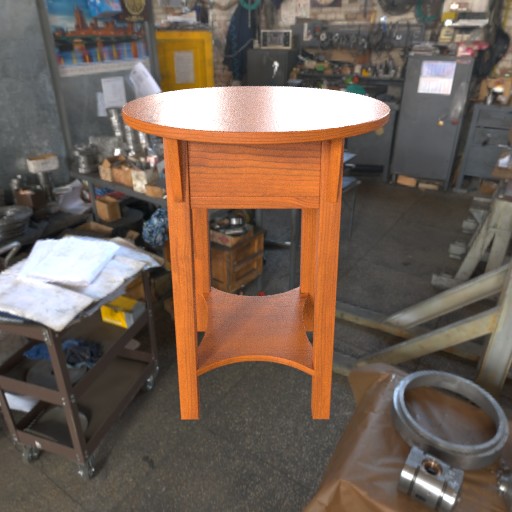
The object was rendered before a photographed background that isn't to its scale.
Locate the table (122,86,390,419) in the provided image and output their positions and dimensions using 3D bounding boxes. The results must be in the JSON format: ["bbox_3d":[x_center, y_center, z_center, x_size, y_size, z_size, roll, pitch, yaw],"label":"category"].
[{"bbox_3d":[0.000,0.000,0.924,0.457,0.610,0.457,0,28,0],"label":"table"}]
